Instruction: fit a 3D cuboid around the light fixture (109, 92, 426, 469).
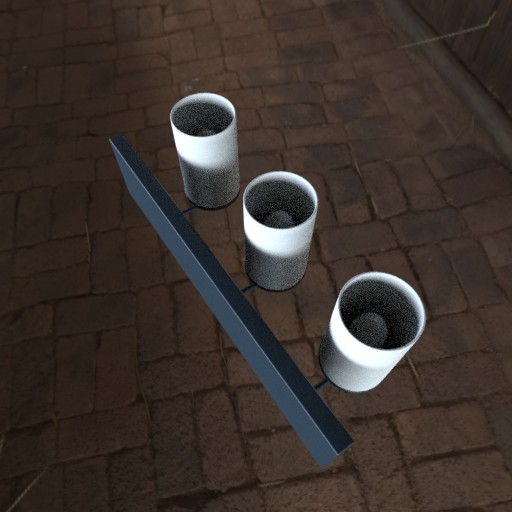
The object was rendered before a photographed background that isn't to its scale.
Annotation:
[{"bbox_3d":[0.000,0.000,0.532,0.145,0.172,0.451,-31,63,-17],"label":"light fixture"}]
